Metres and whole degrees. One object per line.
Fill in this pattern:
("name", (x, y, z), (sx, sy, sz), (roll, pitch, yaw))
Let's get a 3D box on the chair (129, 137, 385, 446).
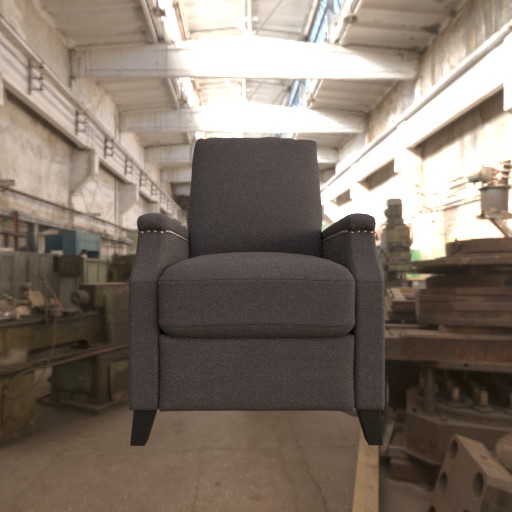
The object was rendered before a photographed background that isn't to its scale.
("chair", (0.000, 0.000, 1.627), (0.710, 1.049, 0.922), (0, -1, 0))
